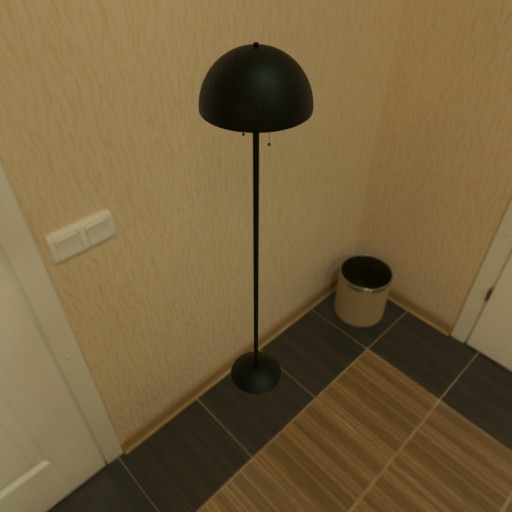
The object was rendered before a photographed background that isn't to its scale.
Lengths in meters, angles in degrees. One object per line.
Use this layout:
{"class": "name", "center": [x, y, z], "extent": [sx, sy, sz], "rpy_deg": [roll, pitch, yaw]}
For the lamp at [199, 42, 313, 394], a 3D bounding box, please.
{"class": "lamp", "center": [0.000, 0.000, 1.645], "extent": [0.328, 1.480, 0.328], "rpy_deg": [11, 42, 13]}
